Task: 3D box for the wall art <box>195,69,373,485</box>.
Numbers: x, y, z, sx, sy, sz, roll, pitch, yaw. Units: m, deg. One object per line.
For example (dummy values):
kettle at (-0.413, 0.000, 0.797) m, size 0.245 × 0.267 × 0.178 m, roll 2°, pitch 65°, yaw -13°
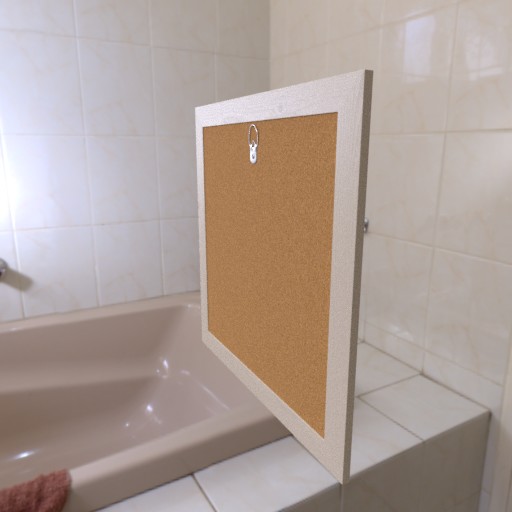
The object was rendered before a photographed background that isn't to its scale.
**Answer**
wall art at (0.000, 0.000, 0.839) m, size 0.015 × 0.577 × 0.572 m, roll -7°, pitch 15°, yaw -27°
